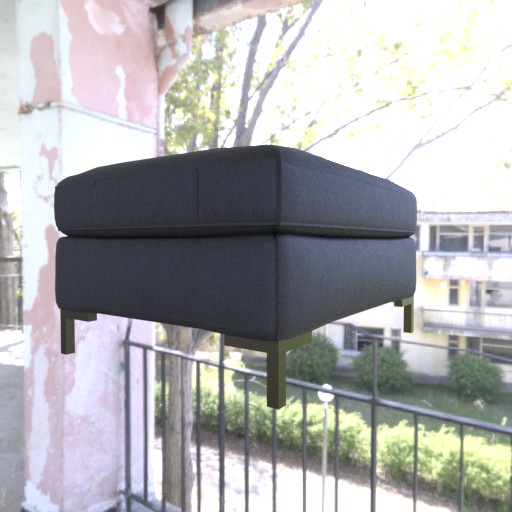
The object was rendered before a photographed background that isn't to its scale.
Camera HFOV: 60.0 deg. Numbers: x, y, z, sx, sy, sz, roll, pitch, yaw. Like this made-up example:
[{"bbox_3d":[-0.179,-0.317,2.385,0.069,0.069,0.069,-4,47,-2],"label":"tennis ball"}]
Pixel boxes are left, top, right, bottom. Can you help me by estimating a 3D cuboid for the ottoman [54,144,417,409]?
[{"bbox_3d":[0.000,0.000,1.791,0.967,0.696,1.187,1,2,35],"label":"ottoman"}]
